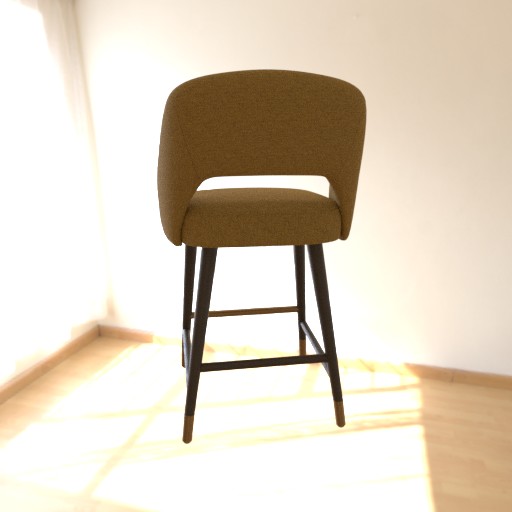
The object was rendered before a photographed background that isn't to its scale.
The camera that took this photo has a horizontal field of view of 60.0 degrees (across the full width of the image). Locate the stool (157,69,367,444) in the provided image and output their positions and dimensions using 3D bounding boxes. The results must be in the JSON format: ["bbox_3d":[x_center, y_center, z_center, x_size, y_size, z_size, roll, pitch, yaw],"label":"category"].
[{"bbox_3d":[0.000,0.000,1.286,0.536,0.939,0.522,-2,15,-9],"label":"stool"}]
